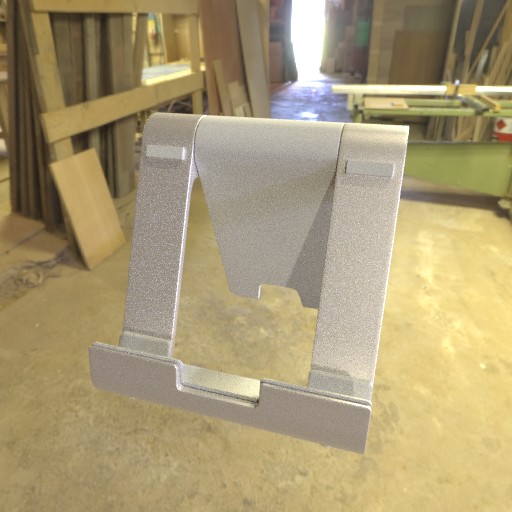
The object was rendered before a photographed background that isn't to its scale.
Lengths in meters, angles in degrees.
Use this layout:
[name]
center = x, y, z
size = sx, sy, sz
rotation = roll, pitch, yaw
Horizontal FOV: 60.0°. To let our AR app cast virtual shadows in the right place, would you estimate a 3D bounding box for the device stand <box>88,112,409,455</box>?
[device stand]
center = 0.000, 0.000, 0.149
size = 0.086, 0.084, 0.079
rotation = 8, 28, 15
